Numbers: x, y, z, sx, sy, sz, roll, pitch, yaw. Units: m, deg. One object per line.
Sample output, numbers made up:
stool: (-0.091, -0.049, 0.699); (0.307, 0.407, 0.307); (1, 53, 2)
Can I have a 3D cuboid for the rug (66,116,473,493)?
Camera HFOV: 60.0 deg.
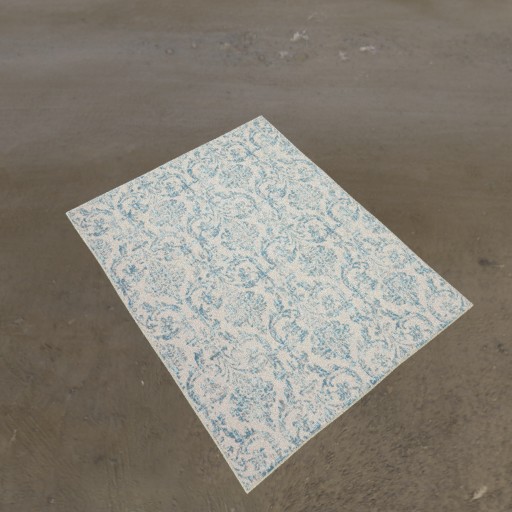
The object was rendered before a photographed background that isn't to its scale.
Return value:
rug: (0.000, 0.000, 4.007); (2.363, 0.012, 2.980); (-32, 63, -19)
